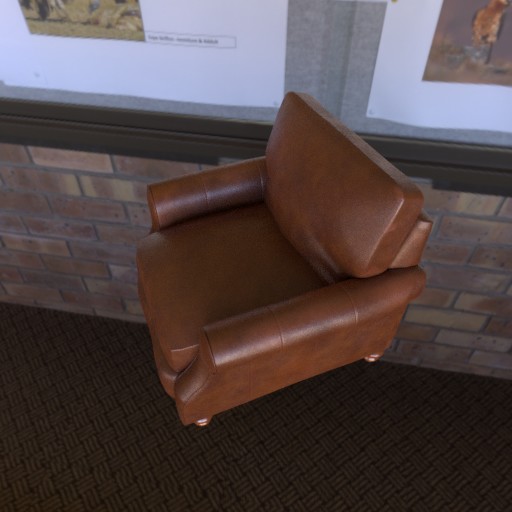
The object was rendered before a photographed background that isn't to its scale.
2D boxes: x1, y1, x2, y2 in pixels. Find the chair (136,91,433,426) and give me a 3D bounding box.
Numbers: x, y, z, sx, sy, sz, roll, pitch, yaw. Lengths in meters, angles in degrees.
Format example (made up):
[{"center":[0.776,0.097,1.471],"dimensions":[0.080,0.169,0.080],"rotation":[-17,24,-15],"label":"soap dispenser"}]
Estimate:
[{"center":[0.000,0.000,1.810],"dimensions":[0.992,0.972,0.989],"rotation":[-16,48,-15],"label":"chair"}]
